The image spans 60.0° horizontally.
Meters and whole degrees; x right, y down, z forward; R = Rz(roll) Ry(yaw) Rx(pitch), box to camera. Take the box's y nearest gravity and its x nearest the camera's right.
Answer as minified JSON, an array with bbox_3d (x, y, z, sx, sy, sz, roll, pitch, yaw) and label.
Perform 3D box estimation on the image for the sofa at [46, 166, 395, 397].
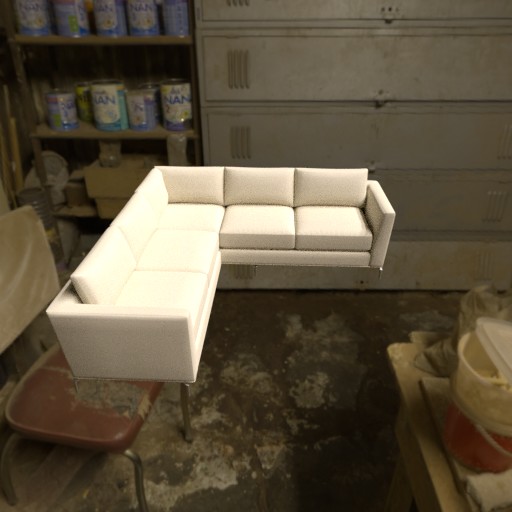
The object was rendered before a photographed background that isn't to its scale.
[{"bbox_3d":[0.000,0.000,3.760,2.448,0.867,2.430,1,29,2],"label":"sofa"}]
